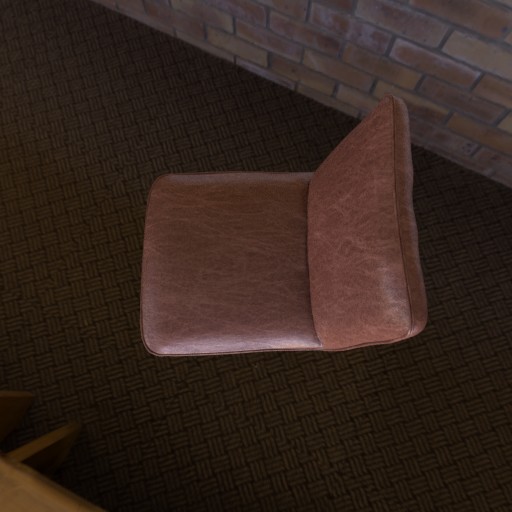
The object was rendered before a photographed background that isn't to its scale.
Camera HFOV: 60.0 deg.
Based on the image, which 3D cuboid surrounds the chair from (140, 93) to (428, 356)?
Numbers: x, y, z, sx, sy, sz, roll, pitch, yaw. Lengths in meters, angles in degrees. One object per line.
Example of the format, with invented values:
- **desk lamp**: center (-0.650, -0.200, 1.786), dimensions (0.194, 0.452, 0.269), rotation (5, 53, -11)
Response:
- **chair**: center (0.000, 0.000, 1.205), dimensions (0.645, 0.803, 0.543), rotation (-5, 76, -1)
